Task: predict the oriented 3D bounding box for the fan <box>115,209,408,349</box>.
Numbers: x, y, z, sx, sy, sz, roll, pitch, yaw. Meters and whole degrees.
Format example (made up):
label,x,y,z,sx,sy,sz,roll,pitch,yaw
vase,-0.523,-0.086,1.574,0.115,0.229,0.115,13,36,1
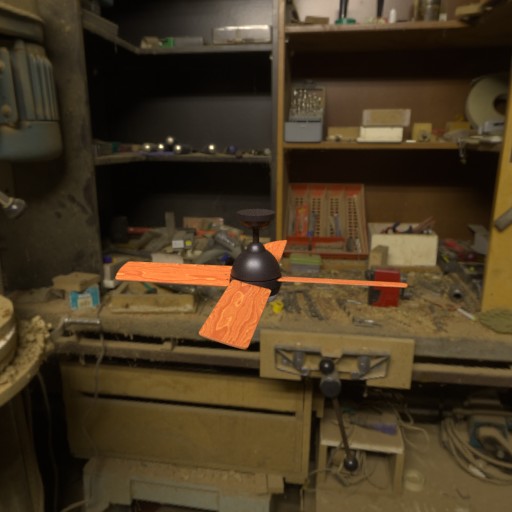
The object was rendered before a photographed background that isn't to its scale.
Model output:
label,x,y,z,sx,sy,sz,roll,pitch,yaw
fan,0.000,0.000,2.014,1.332,0.403,1.332,3,16,9
